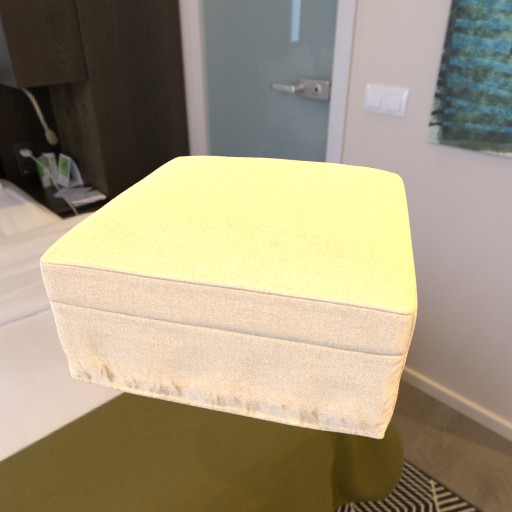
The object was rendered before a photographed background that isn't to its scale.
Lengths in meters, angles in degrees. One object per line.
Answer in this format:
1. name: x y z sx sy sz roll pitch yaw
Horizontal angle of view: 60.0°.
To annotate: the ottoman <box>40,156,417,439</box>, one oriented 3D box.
1. ottoman: 0.000 0.000 1.332 0.843 0.436 0.840 7 30 12
